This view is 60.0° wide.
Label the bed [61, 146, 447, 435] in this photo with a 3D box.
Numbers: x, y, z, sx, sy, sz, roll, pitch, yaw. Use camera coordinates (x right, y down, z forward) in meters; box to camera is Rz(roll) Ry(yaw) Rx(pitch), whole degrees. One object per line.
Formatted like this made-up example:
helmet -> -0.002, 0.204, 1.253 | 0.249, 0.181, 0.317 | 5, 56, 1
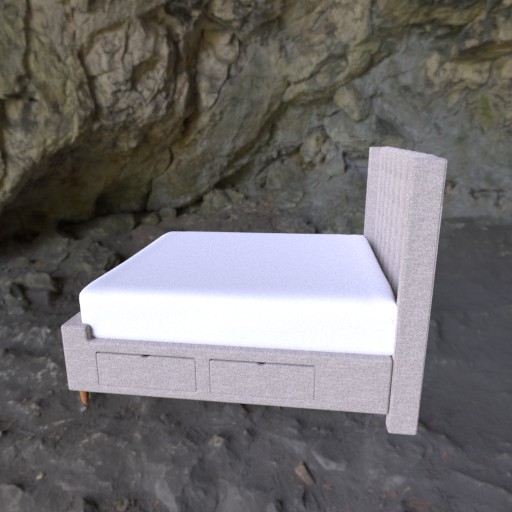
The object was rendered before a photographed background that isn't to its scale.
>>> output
bed -> 0.000, 0.000, 3.716 | 2.372, 1.748, 2.044 | 2, 16, 7
